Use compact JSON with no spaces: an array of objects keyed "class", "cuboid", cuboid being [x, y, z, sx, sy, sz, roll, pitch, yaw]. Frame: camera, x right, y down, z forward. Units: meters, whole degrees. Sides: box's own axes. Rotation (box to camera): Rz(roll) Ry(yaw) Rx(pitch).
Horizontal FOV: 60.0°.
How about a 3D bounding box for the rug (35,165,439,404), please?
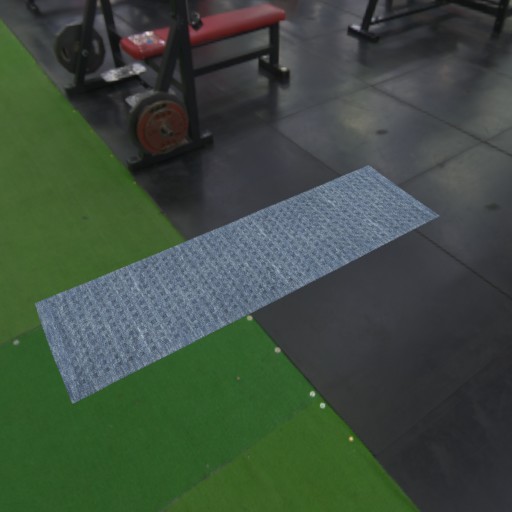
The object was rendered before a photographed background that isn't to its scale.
[{"class":"rug","cuboid":[0.000,0.000,2.681,2.443,0.008,0.688,-25,51,-22]}]
